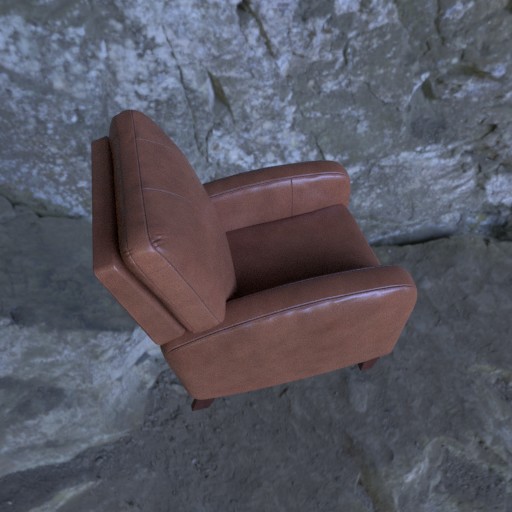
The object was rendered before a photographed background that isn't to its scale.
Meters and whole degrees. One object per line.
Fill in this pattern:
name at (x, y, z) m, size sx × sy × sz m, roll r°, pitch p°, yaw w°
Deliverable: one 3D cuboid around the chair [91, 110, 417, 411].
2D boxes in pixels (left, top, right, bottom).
chair at (0.000, 0.000, 1.676) m, size 0.990 × 0.990 × 0.762 m, roll -11°, pitch 50°, yaw -9°
